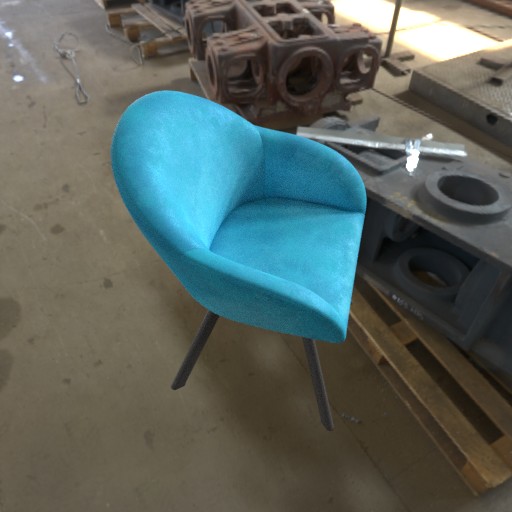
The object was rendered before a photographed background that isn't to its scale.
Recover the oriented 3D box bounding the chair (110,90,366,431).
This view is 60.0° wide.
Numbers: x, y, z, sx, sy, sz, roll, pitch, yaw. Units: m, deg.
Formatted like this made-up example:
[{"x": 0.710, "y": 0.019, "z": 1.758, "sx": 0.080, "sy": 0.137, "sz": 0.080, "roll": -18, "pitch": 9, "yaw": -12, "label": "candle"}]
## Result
[{"x": 0.000, "y": 0.000, "z": 1.195, "sx": 0.590, "sy": 0.795, "sz": 0.550, "roll": 11, "pitch": 47, "yaw": 10, "label": "chair"}]
